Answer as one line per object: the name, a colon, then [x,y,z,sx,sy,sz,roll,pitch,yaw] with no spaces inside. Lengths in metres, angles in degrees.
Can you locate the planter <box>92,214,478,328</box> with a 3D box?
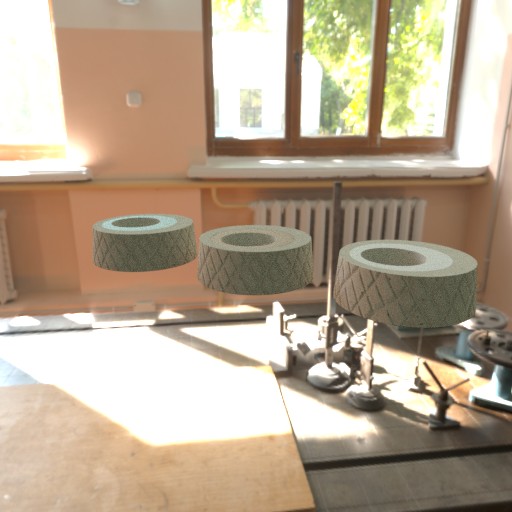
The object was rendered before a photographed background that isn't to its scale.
planter: [0.000,0.000,0.430,0.390,0.038,0.114,8,18,26]
